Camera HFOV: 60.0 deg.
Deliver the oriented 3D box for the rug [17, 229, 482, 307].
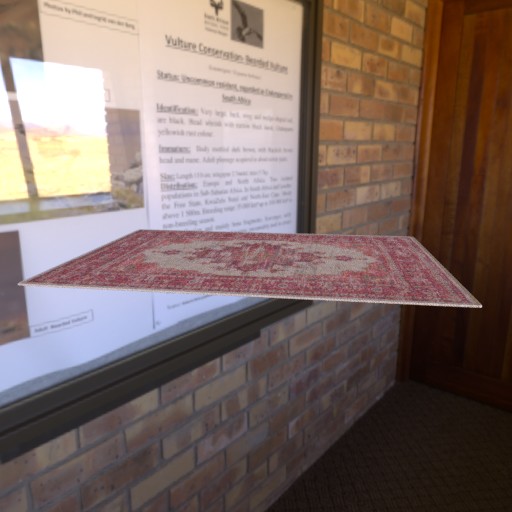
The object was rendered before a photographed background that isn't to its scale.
[{"bbox_3d":[0.000,0.000,3.658,2.878,0.014,2.005,2,14,8],"label":"rug"}]
